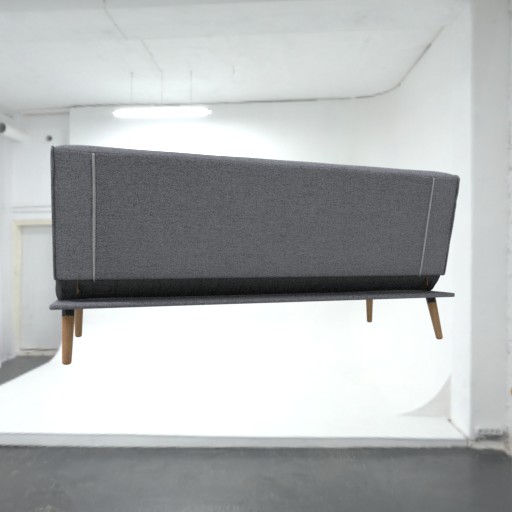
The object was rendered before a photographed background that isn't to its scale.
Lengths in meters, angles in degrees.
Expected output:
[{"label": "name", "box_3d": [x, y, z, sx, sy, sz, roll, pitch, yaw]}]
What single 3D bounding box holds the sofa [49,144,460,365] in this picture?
[{"label": "sofa", "box_3d": [0.000, 0.000, 2.237, 1.820, 0.830, 0.810, 0, 0, -18]}]
